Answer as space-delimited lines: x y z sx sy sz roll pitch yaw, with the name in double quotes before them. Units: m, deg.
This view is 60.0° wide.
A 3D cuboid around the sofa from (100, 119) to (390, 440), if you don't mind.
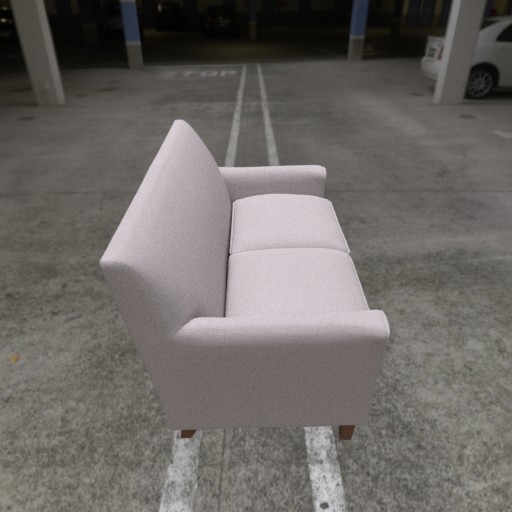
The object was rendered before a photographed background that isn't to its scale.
"sofa" 0.000 0.000 2.072 0.888 0.890 1.482 0 32 -1
